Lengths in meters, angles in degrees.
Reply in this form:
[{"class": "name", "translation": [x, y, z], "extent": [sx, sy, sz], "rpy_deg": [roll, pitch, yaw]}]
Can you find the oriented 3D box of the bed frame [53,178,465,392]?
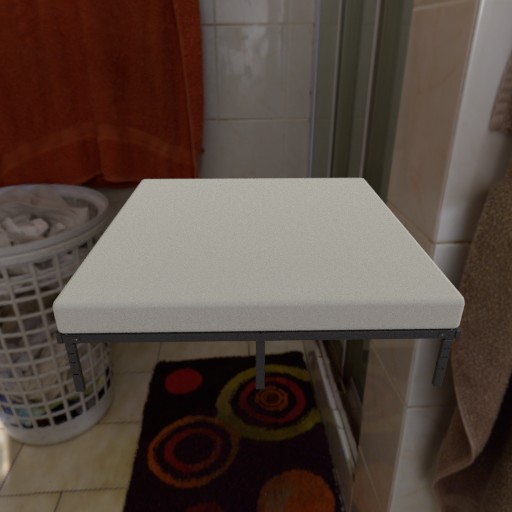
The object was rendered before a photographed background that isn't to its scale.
[{"class": "bed frame", "translation": [0.000, 0.000, 3.964], "extent": [2.526, 0.680, 2.635], "rpy_deg": [-1, 26, -1]}]
